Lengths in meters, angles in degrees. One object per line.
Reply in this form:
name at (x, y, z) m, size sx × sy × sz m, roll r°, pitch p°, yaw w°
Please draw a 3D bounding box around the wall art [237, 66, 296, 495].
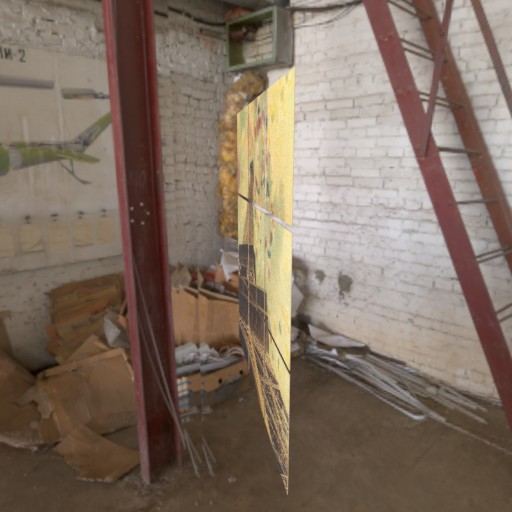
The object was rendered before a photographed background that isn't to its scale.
wall art at (0.000, 0.000, 2.233) m, size 0.002 × 1.505 × 1.517 m, roll -2°, pitch 13°, yaw -9°
